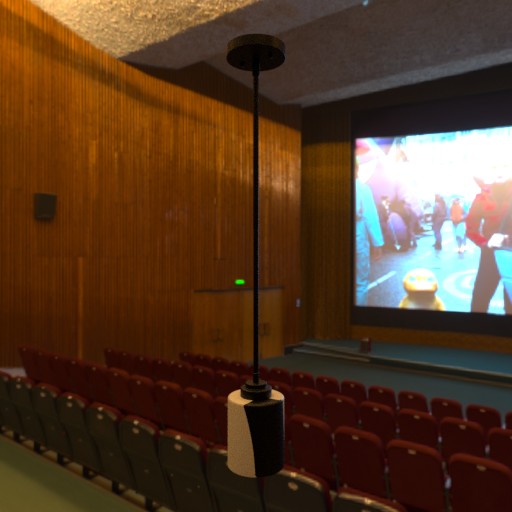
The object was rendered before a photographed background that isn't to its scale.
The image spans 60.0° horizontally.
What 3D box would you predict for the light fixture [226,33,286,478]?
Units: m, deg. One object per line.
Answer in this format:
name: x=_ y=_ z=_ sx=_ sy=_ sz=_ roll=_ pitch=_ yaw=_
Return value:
light fixture: x=0.000 y=0.000 z=0.921 sx=0.123 sy=0.863 sz=0.123 roll=0 pitch=0 yaw=36
